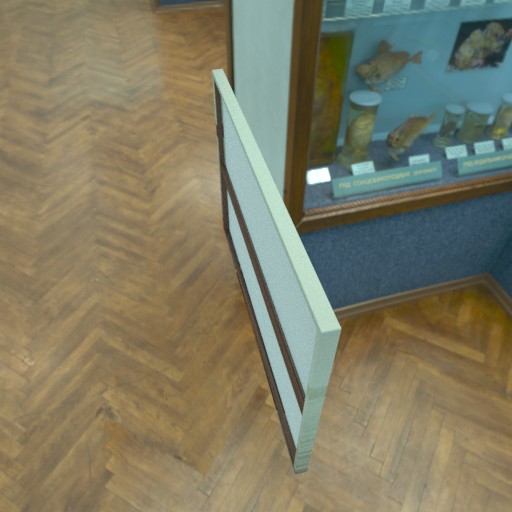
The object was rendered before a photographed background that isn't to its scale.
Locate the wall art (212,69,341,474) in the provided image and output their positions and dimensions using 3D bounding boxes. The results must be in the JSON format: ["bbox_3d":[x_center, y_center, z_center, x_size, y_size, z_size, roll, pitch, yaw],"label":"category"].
[{"bbox_3d":[0.000,0.000,1.470,0.040,0.765,1.149,-10,47,-10],"label":"wall art"}]
